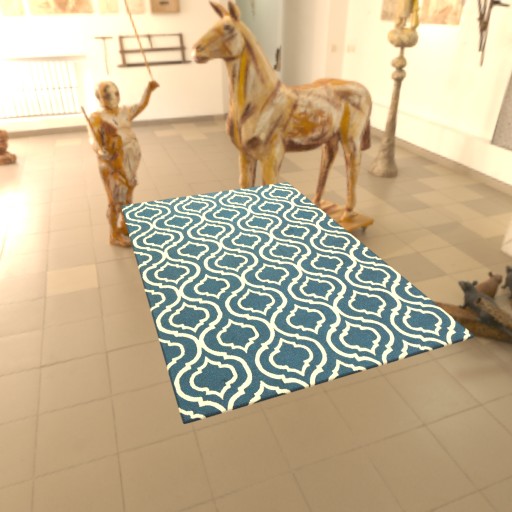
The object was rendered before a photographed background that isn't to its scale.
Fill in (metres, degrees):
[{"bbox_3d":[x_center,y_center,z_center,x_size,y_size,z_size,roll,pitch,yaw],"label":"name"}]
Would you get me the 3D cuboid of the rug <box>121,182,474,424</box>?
[{"bbox_3d":[0.000,0.000,2.241,1.143,0.010,1.753,-11,32,-18],"label":"rug"}]
